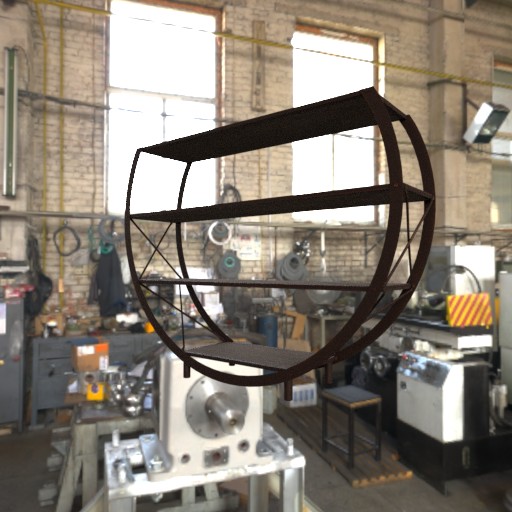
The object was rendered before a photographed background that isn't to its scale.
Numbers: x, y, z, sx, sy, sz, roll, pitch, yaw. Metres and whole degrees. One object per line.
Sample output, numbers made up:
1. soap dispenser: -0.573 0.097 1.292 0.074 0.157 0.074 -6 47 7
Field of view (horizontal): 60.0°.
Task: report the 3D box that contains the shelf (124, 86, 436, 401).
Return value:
1. shelf: 0.000 0.000 1.910 1.403 1.063 0.344 -1 -2 38
